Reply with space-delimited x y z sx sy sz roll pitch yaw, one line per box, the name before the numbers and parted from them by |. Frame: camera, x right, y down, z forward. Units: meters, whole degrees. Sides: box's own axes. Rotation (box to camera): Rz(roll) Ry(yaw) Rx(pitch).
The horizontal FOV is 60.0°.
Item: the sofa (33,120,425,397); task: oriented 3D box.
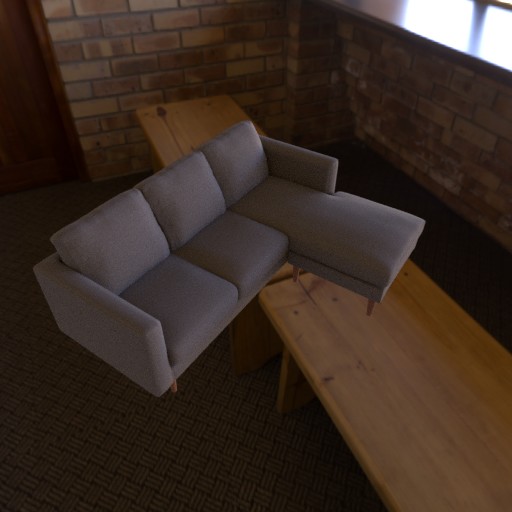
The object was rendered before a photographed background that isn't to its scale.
sofa | 0.000 0.000 2.867 1.591 0.897 2.031 24 47 25
